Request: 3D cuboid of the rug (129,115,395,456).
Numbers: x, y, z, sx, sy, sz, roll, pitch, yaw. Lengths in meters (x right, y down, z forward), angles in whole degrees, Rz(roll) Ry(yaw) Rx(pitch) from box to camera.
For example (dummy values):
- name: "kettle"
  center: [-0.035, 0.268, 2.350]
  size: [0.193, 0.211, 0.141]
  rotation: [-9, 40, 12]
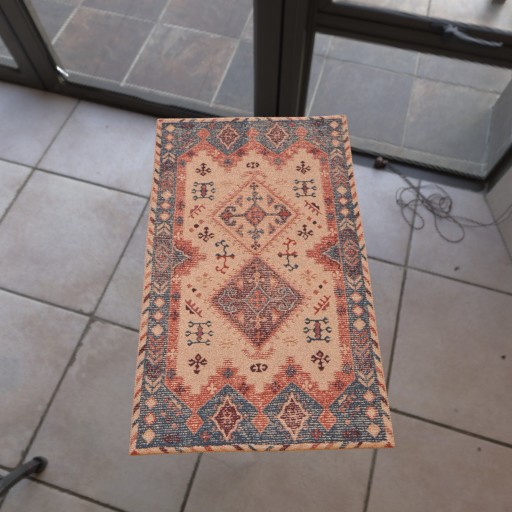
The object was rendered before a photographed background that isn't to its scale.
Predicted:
- name: "rug"
  center: [0.000, 0.000, 3.042]
  size: [1.521, 0.023, 2.464]
  rotation: [-1, 65, -1]
